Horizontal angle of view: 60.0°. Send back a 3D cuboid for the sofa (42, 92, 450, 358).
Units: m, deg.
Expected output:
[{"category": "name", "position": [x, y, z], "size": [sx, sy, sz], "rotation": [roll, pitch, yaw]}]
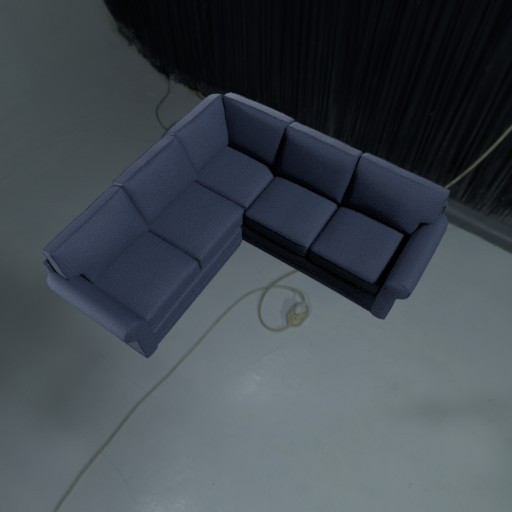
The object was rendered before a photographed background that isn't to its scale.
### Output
[{"category": "sofa", "position": [0.000, 0.000, 3.876], "size": [2.562, 1.042, 2.487], "rotation": [29, 62, 17]}]
